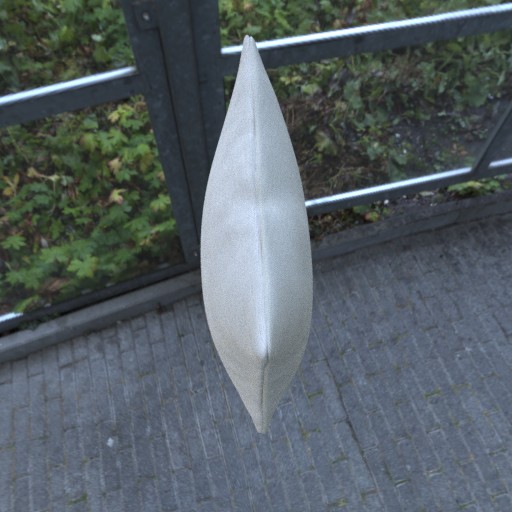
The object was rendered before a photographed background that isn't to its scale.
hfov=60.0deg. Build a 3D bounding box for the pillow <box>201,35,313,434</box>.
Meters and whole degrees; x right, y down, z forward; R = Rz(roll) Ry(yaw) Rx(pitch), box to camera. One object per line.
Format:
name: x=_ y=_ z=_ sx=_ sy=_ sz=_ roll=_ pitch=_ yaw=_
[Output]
pillow: x=0.000 y=0.000 z=0.650 sx=0.162 sy=0.420 sz=0.437 roll=-2 pitch=59 yaw=-1
